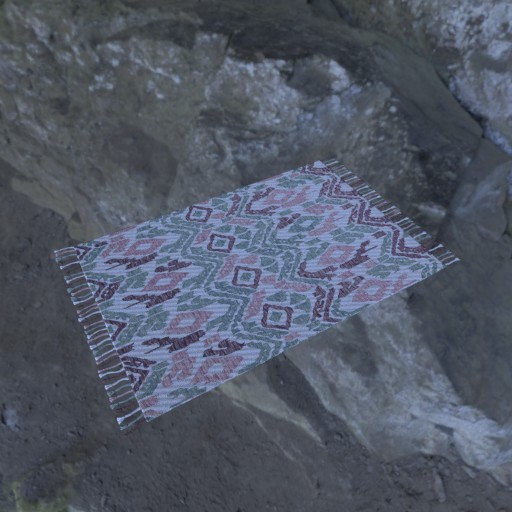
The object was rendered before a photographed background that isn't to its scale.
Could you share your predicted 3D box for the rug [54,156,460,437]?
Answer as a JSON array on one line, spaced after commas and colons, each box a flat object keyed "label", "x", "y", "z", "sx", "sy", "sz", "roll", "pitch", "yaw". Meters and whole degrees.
[{"label": "rug", "x": 0.000, "y": 0.000, "z": 3.099, "sx": 2.438, "sy": 0.011, "sz": 1.524, "roll": -23, "pitch": 50, "yaw": -20}]
